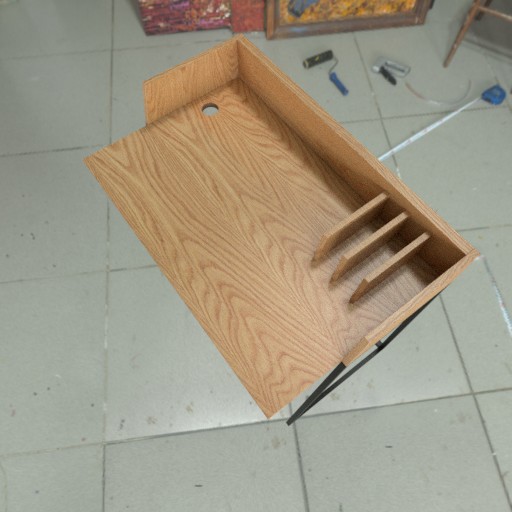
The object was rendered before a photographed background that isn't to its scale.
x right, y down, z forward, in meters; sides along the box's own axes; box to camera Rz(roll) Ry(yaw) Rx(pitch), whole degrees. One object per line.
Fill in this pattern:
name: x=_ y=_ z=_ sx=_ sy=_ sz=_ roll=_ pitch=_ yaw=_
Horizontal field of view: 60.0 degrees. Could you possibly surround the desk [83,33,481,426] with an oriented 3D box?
desk: x=0.000 y=0.000 z=1.880 sx=0.769 sy=1.061 sz=1.191 roll=-34 pitch=68 yaw=-15
